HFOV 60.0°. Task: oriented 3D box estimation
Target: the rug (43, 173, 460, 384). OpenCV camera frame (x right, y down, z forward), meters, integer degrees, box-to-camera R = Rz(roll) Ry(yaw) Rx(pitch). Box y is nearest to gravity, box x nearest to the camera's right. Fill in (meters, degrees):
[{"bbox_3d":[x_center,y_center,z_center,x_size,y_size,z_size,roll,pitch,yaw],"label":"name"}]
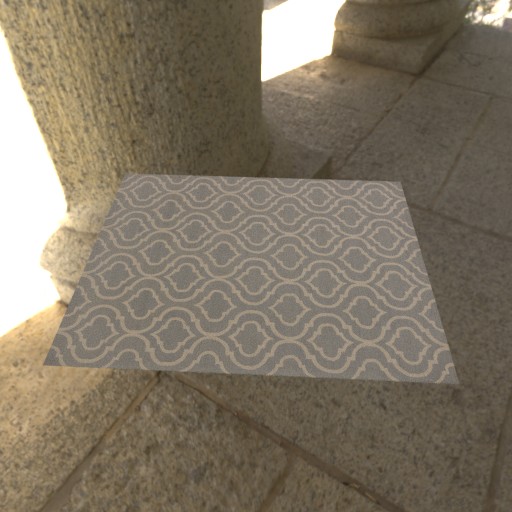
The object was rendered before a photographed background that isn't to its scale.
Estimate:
[{"bbox_3d":[0.000,0.000,3.863,2.892,0.006,2.283,2,46,2],"label":"rug"}]
